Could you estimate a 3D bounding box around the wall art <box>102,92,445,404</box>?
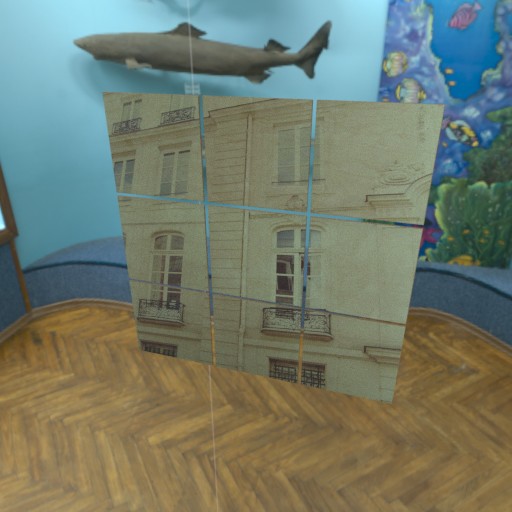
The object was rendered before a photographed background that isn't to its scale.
[{"bbox_3d":[0.000,0.000,2.246,1.526,1.522,0.023,8,27,16],"label":"wall art"}]
